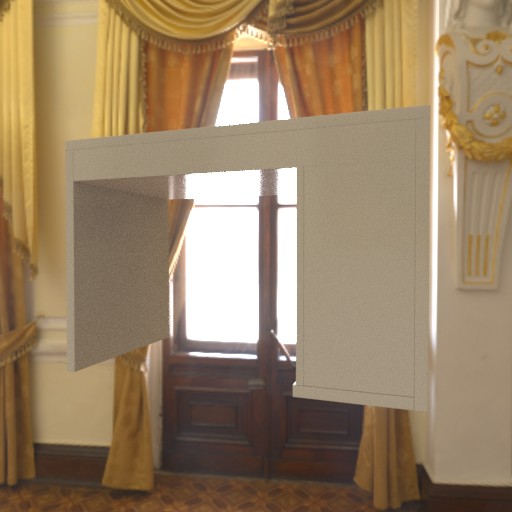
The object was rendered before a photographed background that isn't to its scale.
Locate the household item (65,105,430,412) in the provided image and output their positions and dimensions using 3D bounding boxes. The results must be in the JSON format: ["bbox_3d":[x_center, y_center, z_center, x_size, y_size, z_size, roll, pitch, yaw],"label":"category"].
[{"bbox_3d":[0.000,0.000,1.541,1.100,0.749,0.597,0,1,19],"label":"household item"}]
